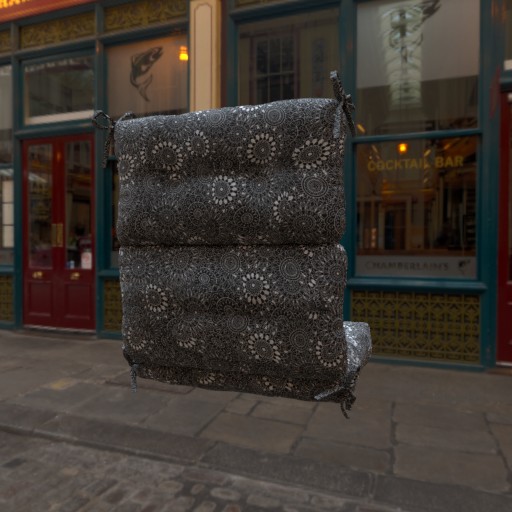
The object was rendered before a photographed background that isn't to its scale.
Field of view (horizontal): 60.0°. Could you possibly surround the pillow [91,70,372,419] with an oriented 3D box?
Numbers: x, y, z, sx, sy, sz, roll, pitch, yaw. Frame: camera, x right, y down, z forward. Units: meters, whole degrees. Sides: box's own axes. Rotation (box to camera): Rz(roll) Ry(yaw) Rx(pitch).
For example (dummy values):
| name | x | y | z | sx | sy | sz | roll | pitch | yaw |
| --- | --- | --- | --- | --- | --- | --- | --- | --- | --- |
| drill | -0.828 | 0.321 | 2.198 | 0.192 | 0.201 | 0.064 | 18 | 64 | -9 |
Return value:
| name | x | y | z | sx | sy | sz | roll | pitch | yaw |
| --- | --- | --- | --- | --- | --- | --- | --- | --- | --- |
| pillow | 0.000 | 0.000 | 1.044 | 0.519 | 0.605 | 0.571 | 0 | 0 | 19 |
